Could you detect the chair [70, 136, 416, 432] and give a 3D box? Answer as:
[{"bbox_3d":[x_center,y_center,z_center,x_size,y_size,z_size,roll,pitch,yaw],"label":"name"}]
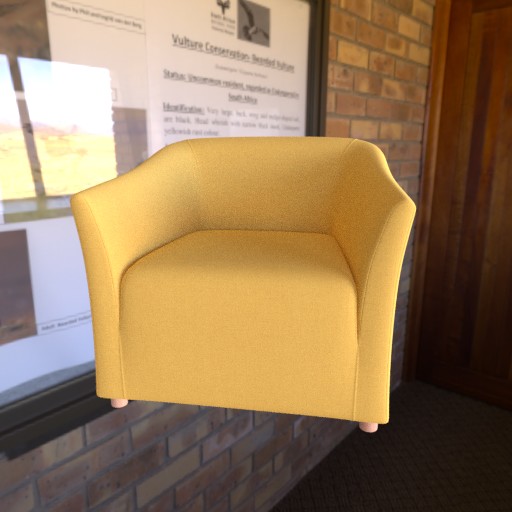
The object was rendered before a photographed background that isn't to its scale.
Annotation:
[{"bbox_3d":[0.000,0.000,1.359,0.790,0.720,0.700,2,14,9],"label":"chair"}]
